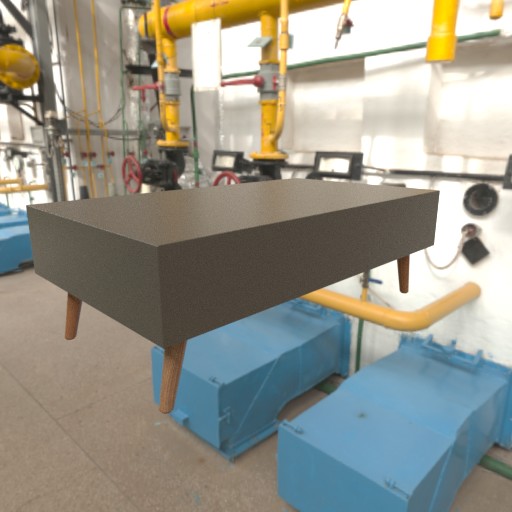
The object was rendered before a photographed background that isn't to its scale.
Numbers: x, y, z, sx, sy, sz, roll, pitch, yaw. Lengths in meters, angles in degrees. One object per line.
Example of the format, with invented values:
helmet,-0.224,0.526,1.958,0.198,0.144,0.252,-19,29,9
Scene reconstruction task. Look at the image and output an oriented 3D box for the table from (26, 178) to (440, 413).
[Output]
table,0.000,0.000,1.508,1.201,0.404,0.703,-15,21,-43
